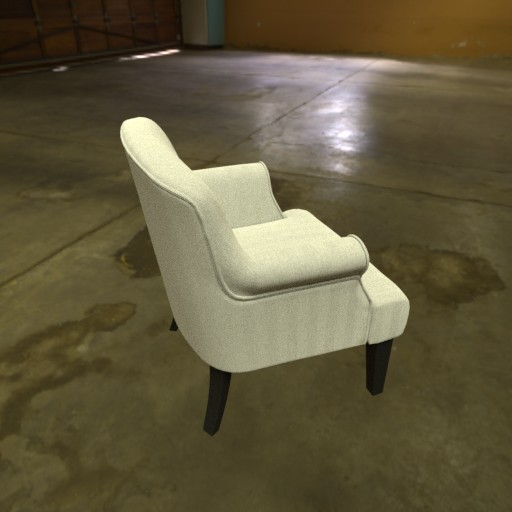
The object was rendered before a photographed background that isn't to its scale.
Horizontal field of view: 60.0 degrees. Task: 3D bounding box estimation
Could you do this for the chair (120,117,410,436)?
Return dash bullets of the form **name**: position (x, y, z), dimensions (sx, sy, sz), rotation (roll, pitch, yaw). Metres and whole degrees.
- **chair**: position (0.000, 0.000, 1.490), dimensions (0.750, 0.875, 0.781), rotation (-11, 32, -18)
